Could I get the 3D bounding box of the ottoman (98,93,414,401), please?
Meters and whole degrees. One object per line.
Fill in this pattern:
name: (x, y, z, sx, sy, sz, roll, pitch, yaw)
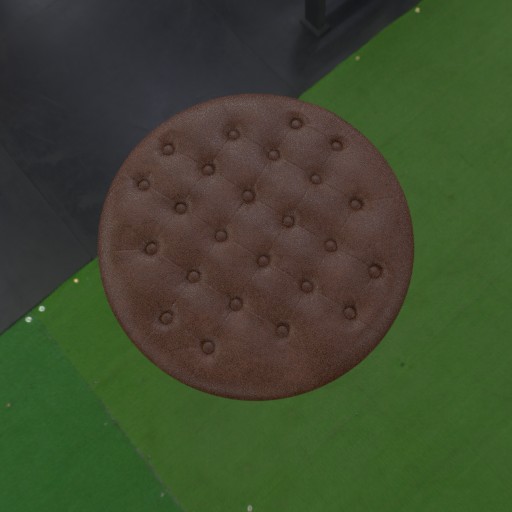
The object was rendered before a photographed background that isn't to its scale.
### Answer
ottoman: (0.000, 0.000, 1.072, 0.637, 0.442, 0.637, 0, 77, 0)
